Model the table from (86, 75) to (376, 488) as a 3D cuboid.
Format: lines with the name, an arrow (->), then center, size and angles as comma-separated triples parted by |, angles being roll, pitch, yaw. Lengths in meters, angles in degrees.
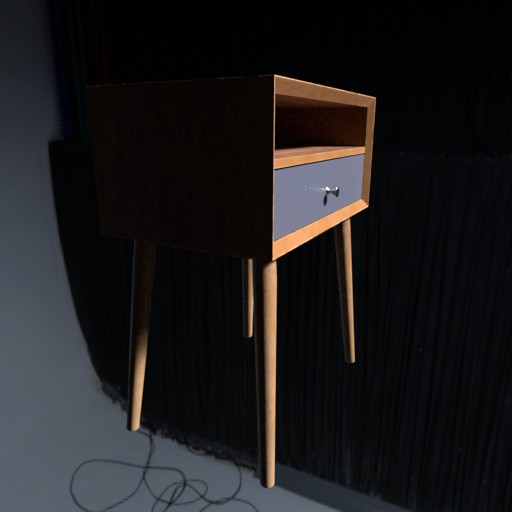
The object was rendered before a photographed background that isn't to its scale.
table -> 0.000, 0.000, 0.837 | 0.307, 0.580, 0.454 | 9, 18, 27
